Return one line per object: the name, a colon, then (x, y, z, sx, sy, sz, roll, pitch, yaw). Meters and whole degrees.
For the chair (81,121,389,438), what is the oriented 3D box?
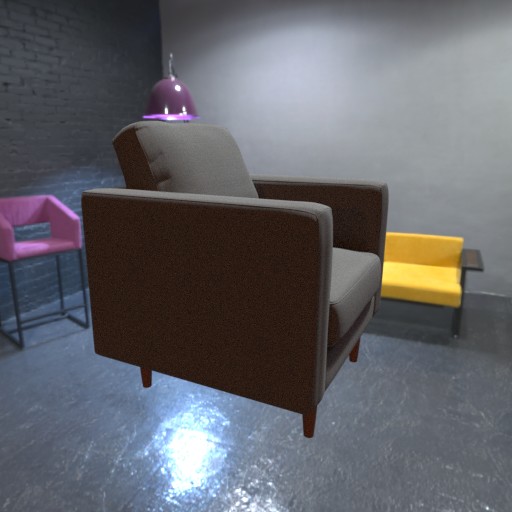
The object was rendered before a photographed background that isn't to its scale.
chair: (0.000, 0.000, 1.588, 0.800, 0.927, 0.854, 7, 16, 26)
